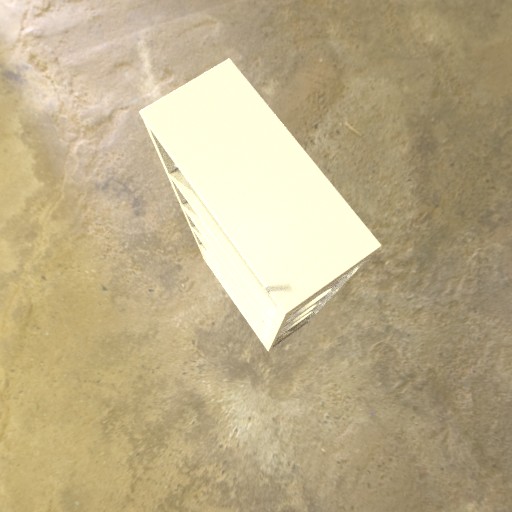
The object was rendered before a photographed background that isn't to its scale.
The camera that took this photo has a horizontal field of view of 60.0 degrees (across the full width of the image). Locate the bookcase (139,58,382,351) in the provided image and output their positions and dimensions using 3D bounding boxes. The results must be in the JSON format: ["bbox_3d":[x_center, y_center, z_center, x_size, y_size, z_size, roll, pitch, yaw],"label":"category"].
[{"bbox_3d":[0.000,0.000,2.158,0.361,1.869,0.761,-34,77,-9],"label":"bookcase"}]
